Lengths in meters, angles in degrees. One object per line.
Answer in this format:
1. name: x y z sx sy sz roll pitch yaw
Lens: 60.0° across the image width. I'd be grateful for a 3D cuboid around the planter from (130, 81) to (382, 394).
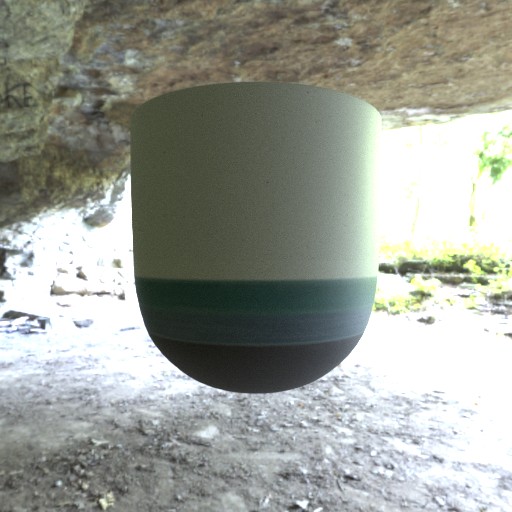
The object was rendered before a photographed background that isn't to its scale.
1. planter: 0.000 0.000 0.373 0.204 0.214 0.204 0 0 0
